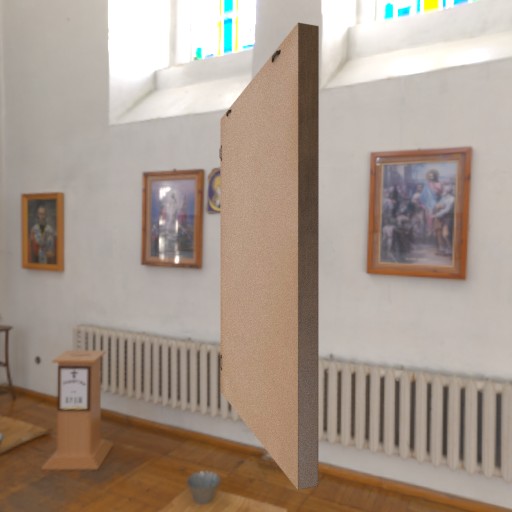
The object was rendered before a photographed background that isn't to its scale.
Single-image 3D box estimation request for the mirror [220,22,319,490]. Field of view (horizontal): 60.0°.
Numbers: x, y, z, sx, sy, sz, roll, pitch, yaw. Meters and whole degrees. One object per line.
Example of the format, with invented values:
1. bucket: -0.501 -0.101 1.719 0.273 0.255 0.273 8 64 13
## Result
1. mirror: 0.000 0.000 0.919 0.040 0.710 0.507 0 0 -18
